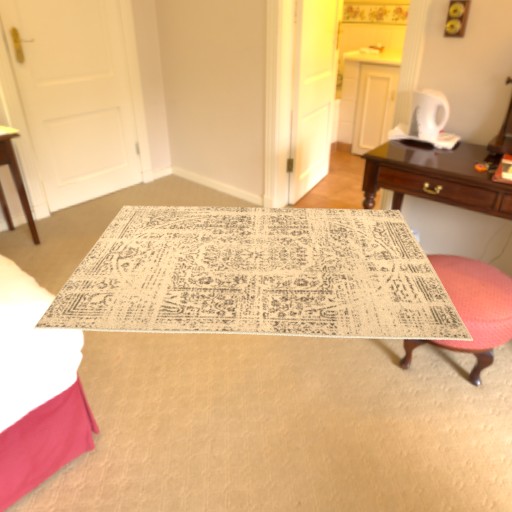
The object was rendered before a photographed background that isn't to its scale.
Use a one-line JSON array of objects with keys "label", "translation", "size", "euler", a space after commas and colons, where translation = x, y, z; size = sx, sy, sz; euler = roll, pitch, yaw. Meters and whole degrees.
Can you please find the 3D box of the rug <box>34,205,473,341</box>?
[{"label": "rug", "translation": [0.000, 0.000, 3.169], "size": [2.438, 0.026, 1.706], "euler": [1, 30, 2]}]
